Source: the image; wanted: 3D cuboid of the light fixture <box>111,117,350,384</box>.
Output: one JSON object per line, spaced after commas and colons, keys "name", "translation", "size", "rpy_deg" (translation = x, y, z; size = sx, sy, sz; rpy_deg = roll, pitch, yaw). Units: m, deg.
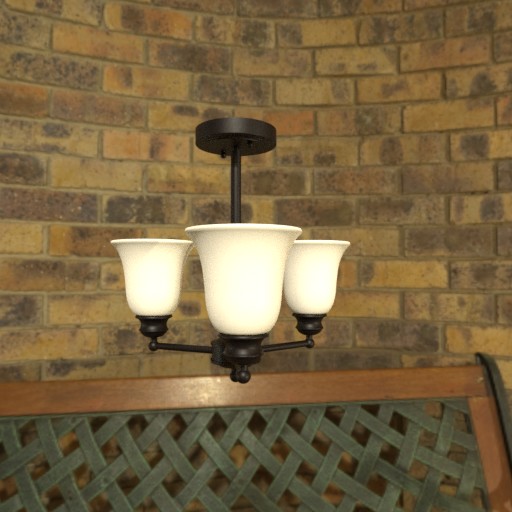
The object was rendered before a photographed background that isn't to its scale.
{"name": "light fixture", "translation": [0.000, 0.000, 0.675], "size": [0.354, 0.370, 0.388], "rpy_deg": [1, -2, -36]}
